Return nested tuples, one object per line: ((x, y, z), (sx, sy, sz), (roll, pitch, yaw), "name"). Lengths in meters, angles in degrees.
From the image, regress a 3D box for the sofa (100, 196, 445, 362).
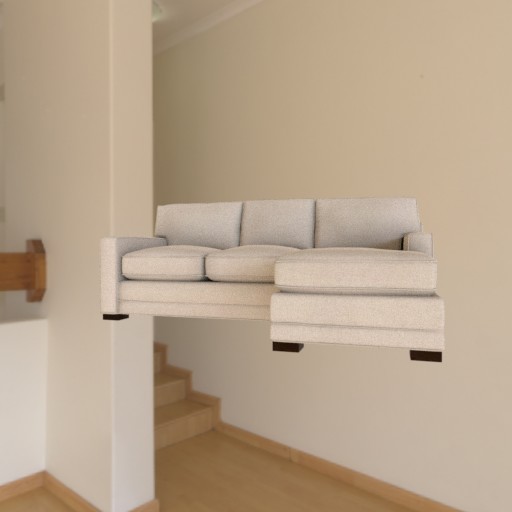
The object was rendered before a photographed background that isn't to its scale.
((0.000, 0.000, 2.820), (2.087, 0.861, 1.496), (0, 1, 17), "sofa")
